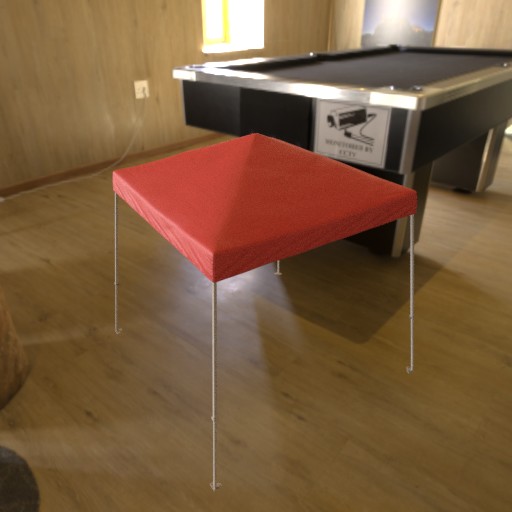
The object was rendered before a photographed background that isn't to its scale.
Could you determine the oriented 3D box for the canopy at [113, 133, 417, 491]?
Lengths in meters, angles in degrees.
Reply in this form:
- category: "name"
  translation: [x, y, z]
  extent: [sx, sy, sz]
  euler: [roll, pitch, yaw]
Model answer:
- category: "canopy"
  translation: [0.000, 0.000, 6.549]
  extent: [3.600, 3.600, 3.599]
  euler: [-18, 34, -29]
